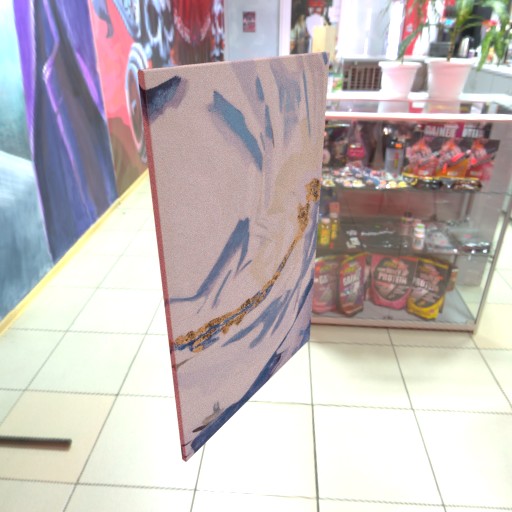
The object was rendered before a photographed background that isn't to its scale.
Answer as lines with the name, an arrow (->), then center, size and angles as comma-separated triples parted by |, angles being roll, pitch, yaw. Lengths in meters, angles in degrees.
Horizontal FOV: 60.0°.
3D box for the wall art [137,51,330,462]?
wall art -> 0.000, 0.000, 1.120 | 0.016, 0.914, 0.610 | 19, 33, 32
